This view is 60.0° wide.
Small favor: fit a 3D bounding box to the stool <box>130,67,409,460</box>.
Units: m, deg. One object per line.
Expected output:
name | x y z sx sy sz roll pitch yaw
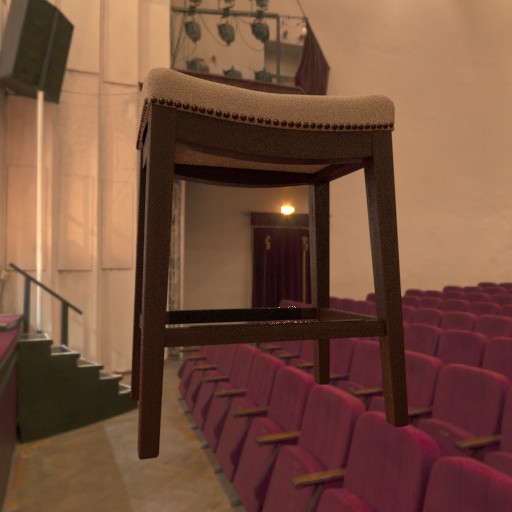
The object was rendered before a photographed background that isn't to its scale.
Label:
stool | 0.000 0.000 0.966 0.509 0.669 0.363 1 -2 -18
